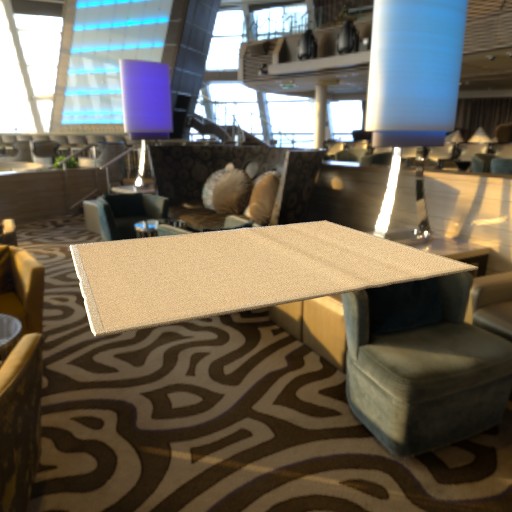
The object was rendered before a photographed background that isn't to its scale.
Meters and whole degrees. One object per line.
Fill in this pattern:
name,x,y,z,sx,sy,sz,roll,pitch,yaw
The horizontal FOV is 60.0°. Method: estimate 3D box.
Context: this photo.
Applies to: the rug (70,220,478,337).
rug,0.000,0.000,4.872,3.659,0.037,2.734,-7,17,-24
